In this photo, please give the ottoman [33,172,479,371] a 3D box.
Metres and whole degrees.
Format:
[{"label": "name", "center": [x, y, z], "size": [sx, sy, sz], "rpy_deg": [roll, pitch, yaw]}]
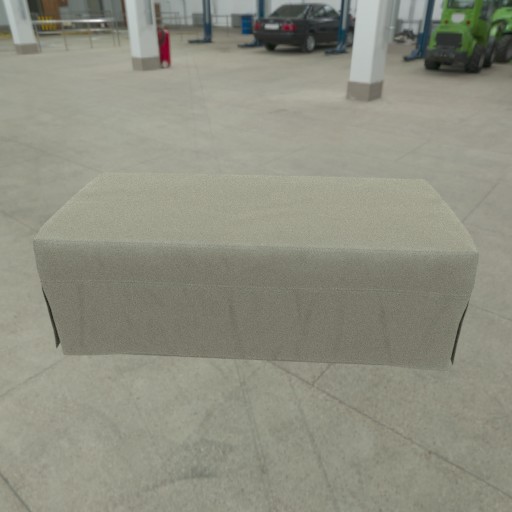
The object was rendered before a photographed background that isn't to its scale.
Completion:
[{"label": "ottoman", "center": [0.000, 0.000, 1.672], "size": [1.388, 0.457, 0.665], "rpy_deg": [2, 30, 3]}]
